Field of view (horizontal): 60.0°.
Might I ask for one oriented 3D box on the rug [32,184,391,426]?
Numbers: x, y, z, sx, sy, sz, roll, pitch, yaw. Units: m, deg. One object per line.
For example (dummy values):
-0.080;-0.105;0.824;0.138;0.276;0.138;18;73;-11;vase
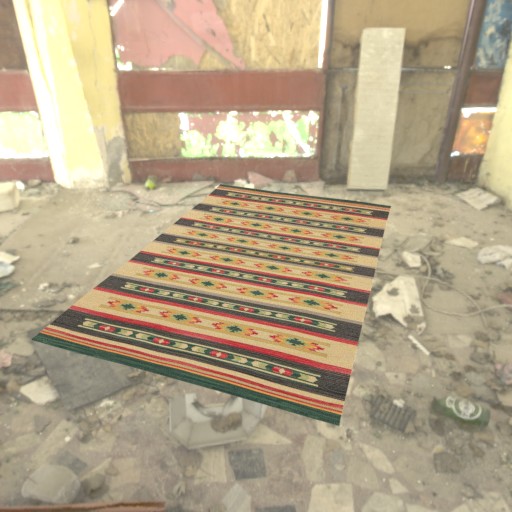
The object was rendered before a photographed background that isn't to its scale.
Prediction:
0.000;0.000;2.901;1.522;0.010;2.311;10;31;17;rug
